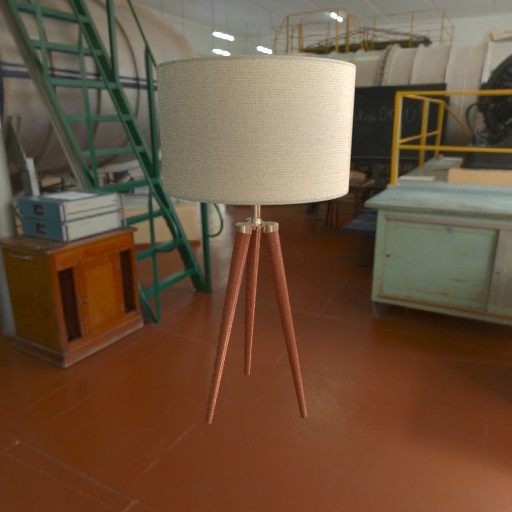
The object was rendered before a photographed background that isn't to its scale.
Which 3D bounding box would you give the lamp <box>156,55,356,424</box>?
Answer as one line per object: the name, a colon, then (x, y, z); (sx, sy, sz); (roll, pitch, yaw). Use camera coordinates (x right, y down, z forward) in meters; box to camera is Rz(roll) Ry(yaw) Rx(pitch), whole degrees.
lamp: (0.000, 0.000, 0.906); (0.354, 0.709, 0.355); (-9, 19, -26)
